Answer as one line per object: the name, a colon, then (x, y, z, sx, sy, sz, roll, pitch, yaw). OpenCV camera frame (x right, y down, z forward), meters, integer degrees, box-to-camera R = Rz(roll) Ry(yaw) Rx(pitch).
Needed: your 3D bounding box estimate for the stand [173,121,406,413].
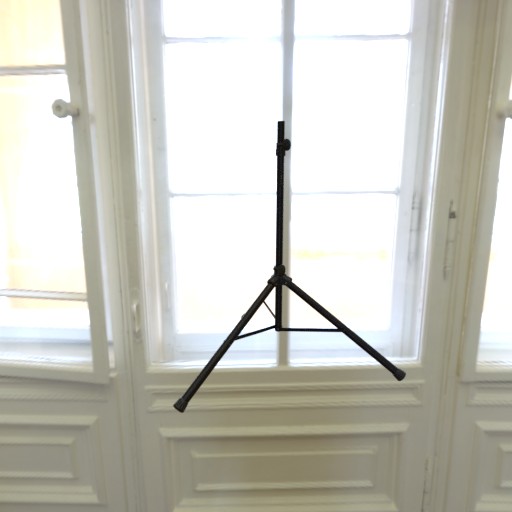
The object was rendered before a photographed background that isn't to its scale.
stand: (0.000, 0.000, 1.929, 0.907, 1.136, 1.045, -13, 19, -43)
